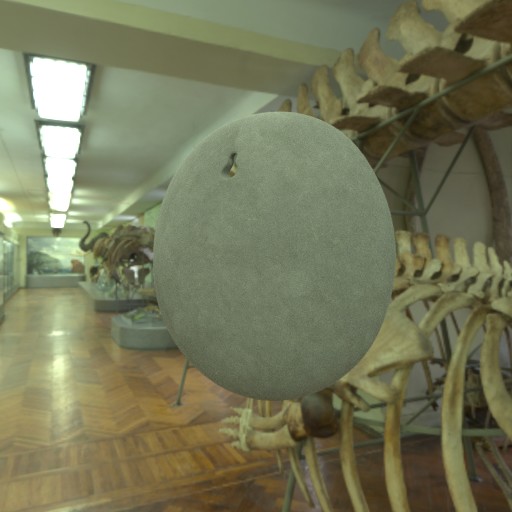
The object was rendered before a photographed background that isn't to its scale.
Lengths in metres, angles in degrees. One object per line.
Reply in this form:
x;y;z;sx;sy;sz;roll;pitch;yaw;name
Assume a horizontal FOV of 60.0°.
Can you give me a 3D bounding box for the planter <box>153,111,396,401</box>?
0.000;0.000;0.294;0.185;0.188;0.071;0;-1;35;planter
